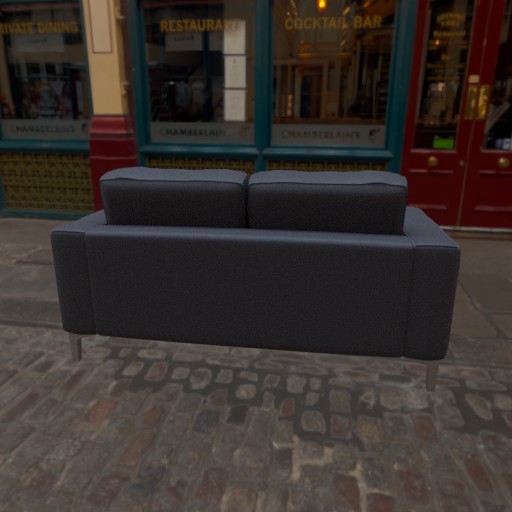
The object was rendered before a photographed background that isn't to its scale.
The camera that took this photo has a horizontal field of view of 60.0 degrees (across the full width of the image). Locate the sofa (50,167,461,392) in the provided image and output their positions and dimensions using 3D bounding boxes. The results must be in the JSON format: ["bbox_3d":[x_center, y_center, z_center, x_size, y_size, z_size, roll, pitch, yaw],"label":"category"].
[{"bbox_3d":[0.000,0.000,2.222,1.726,0.893,0.833,3,17,8],"label":"sofa"}]
